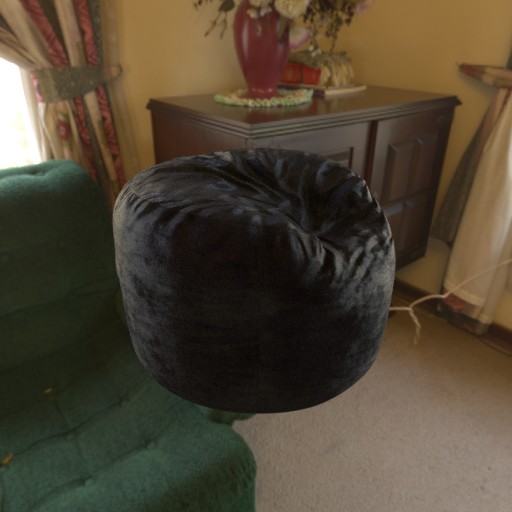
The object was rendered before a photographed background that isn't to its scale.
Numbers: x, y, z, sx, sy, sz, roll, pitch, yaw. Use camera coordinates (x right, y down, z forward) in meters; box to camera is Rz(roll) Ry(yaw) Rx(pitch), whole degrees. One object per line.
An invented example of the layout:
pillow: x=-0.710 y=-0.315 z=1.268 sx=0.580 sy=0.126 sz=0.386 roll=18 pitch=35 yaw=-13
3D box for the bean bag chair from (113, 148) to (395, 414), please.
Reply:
bean bag chair: x=0.000 y=0.000 z=1.517 sx=0.918 sy=0.616 sz=0.918 roll=0 pitch=26 yaw=0
